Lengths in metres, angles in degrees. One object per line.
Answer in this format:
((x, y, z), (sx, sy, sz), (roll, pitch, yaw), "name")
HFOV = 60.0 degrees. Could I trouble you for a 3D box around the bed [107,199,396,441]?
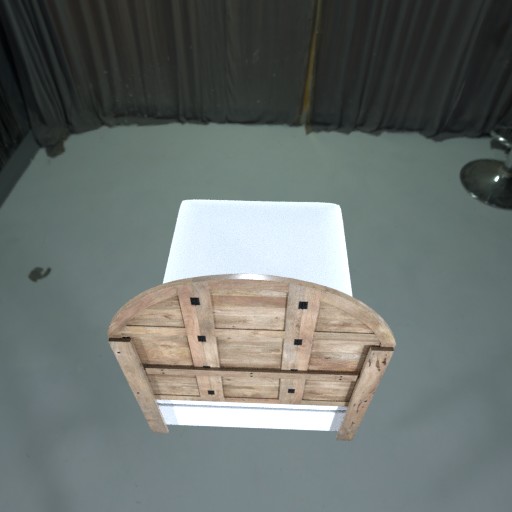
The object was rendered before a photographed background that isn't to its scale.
((0.000, 0.000, 3.500), (1.713, 2.002, 2.112), (2, 49, 1), "bed")
